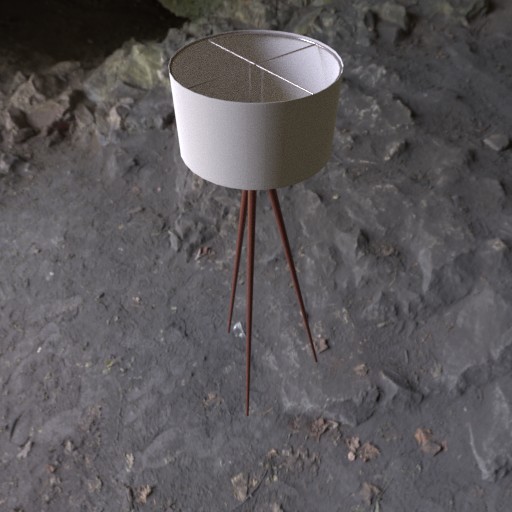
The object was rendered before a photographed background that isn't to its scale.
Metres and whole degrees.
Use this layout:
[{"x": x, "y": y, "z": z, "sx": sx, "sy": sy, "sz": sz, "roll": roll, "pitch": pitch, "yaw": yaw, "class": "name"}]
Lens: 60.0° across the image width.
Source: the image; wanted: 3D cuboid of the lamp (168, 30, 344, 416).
[{"x": 0.000, "y": 0.000, "z": 1.789, "sx": 0.483, "sy": 1.553, "sz": 0.483, "roll": -31, "pitch": 53, "yaw": -26, "class": "lamp"}]
